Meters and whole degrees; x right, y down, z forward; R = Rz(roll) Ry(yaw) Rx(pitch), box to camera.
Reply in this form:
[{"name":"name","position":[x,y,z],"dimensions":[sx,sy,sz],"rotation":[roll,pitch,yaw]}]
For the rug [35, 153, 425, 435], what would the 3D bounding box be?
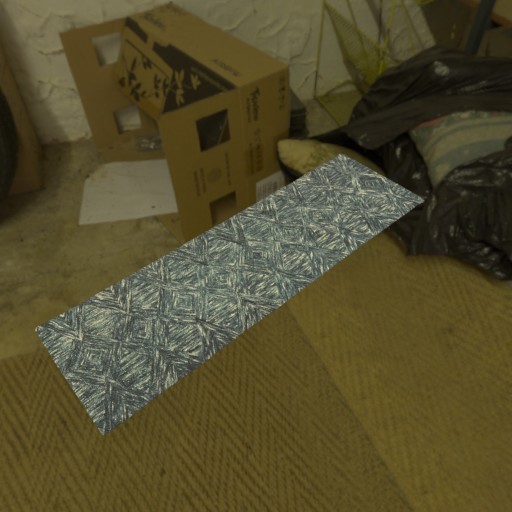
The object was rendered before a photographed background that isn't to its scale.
[{"name":"rug","position":[0.000,0.000,2.532],"dimensions":[2.306,0.013,0.719],"rotation":[-33,55,-27]}]
